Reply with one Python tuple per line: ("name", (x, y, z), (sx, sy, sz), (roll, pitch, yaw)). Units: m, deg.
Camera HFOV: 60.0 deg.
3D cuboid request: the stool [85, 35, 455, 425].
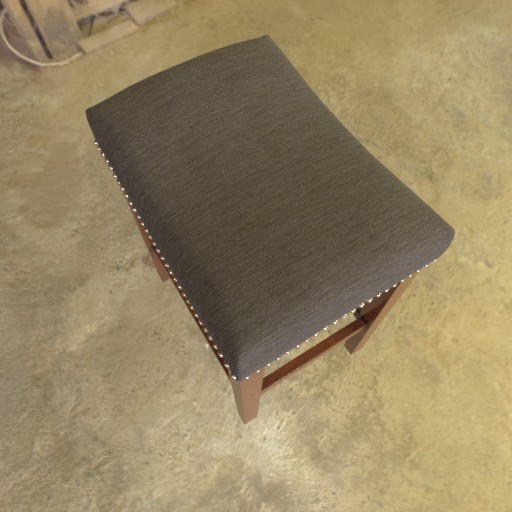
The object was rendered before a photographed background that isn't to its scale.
("stool", (0.000, 0.000, 0.934), (0.372, 0.654, 0.504), (-29, 66, -14))
